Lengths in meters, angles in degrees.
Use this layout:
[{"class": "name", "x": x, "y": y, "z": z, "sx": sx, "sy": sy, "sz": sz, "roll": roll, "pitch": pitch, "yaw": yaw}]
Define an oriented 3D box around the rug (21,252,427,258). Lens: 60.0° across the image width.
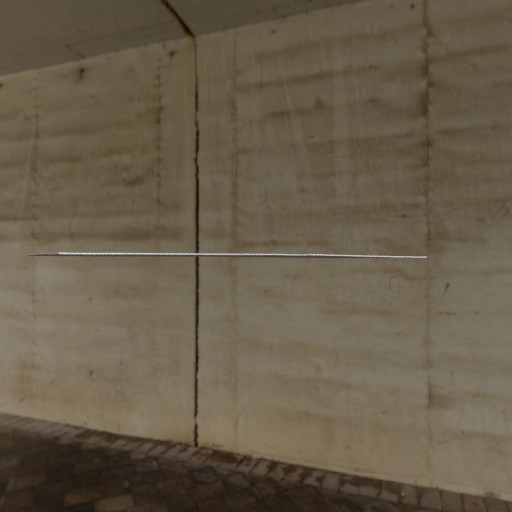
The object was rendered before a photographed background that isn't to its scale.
[{"class": "rug", "x": 0.000, "y": 0.000, "z": 2.635, "sx": 2.390, "sy": 0.014, "sz": 0.741, "roll": 1, "pitch": -1, "yaw": -36}]
